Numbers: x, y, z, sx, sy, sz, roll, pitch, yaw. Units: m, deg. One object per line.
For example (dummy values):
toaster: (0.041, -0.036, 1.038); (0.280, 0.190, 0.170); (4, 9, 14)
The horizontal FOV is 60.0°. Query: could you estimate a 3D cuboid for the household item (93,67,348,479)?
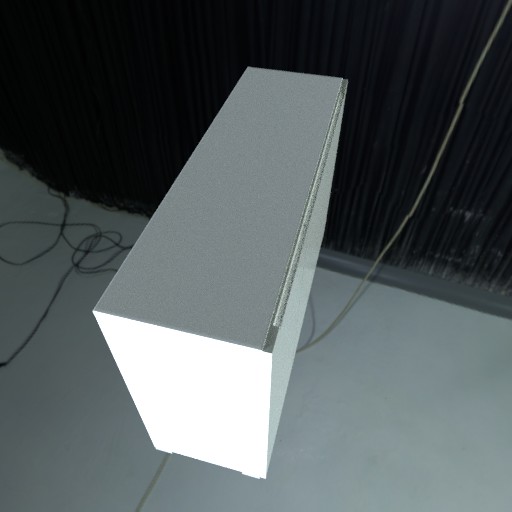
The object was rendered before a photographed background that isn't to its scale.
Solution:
household item: (0.000, 0.000, 1.716); (0.420, 0.867, 1.300); (11, 48, 10)
